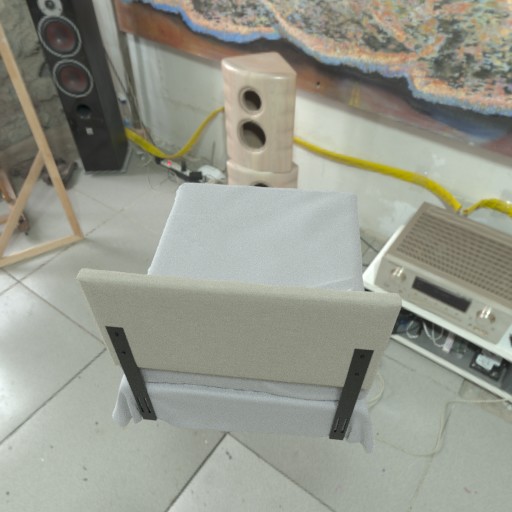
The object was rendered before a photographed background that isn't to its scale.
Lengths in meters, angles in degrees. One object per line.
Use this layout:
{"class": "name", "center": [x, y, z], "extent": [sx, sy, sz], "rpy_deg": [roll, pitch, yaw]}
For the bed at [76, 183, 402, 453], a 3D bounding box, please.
{"class": "bed", "center": [0.000, 0.000, 3.436], "extent": [1.936, 1.577, 2.222], "rpy_deg": [4, 46, 4]}
